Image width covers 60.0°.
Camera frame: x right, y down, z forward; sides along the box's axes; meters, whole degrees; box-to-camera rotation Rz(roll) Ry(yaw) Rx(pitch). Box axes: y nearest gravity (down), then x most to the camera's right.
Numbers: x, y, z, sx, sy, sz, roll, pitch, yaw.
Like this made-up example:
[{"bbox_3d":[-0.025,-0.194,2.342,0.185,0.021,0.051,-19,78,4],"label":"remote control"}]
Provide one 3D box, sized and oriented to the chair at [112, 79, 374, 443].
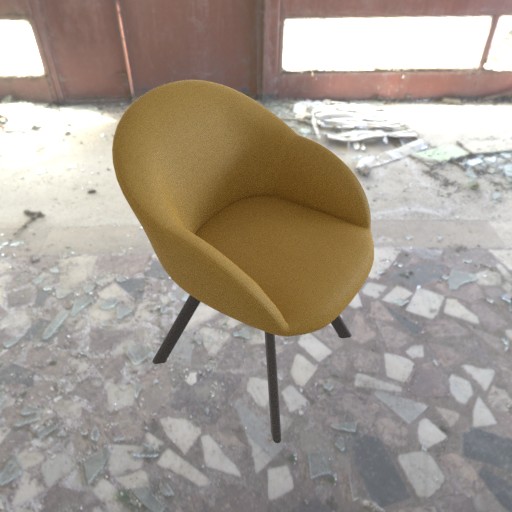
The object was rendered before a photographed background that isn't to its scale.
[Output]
[{"bbox_3d":[0.000,0.000,1.197,0.583,0.793,0.551,24,46,26],"label":"chair"}]
